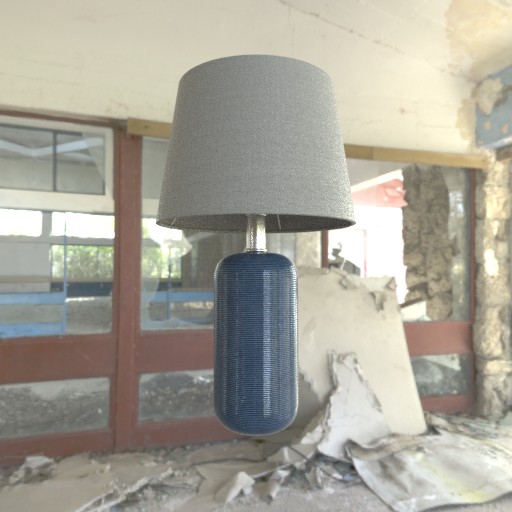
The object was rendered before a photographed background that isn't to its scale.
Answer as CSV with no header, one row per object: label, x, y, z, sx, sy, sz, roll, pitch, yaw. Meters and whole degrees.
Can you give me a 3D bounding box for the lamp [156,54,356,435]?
lamp,0.000,0.000,0.570,0.253,0.428,0.253,0,-2,0
